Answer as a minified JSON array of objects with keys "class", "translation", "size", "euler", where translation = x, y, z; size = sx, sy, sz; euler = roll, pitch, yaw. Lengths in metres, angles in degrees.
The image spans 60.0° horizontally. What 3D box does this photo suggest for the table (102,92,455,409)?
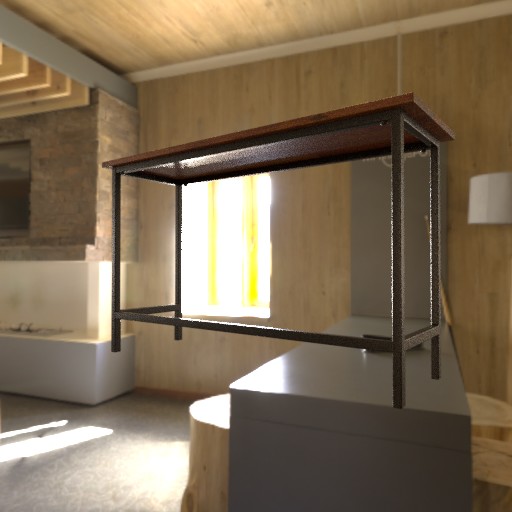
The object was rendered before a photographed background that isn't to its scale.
[{"class":"table","translation":[0.000,0.000,1.535],"size":[1.204,0.740,0.408],"euler":[-1,-1,37]}]
